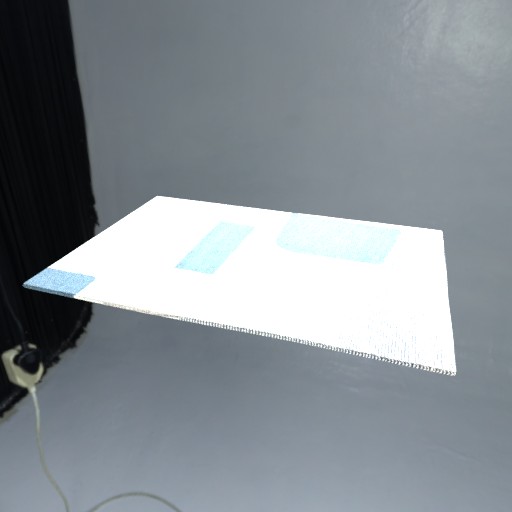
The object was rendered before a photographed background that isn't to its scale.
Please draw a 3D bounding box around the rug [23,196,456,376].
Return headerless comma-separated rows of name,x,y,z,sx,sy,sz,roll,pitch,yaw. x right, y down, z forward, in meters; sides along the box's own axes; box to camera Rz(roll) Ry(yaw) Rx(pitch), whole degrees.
rug,0.000,0.000,2.284,1.847,0.020,1.238,9,29,16
